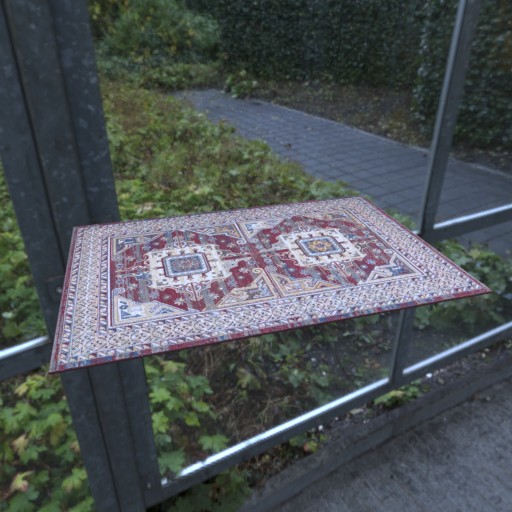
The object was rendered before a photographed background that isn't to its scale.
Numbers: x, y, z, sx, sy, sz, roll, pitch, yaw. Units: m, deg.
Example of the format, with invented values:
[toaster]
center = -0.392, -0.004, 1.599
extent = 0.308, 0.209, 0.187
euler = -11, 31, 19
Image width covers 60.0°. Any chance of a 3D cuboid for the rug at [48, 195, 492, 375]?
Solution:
[rug]
center = 0.000, 0.000, 5.631
extent = 4.578, 0.033, 3.033
euler = -8, 30, -14
